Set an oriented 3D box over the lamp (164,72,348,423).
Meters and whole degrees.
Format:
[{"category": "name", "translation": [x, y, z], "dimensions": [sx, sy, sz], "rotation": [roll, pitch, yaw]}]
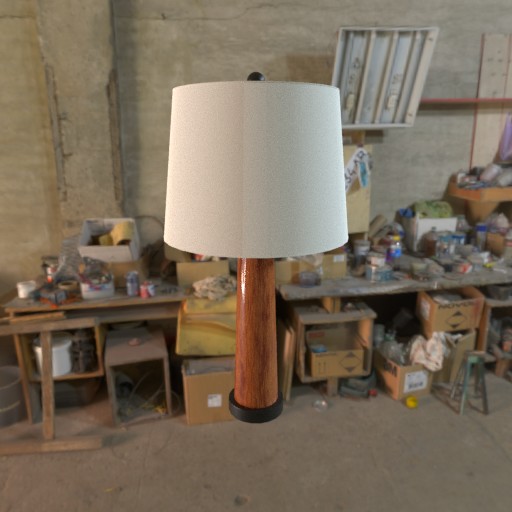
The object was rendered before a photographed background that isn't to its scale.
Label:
[{"category": "lamp", "translation": [0.000, 0.000, 0.862], "dimensions": [0.349, 0.667, 0.349], "rotation": [0, 15, 0]}]
